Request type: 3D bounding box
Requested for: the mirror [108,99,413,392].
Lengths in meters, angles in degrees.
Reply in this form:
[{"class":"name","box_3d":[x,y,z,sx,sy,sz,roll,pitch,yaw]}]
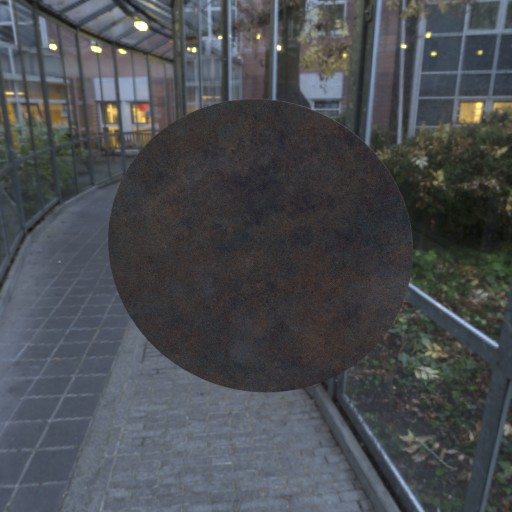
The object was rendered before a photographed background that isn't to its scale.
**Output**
[{"class":"mirror","box_3d":[0.000,0.000,0.878,0.585,0.585,0.061,2,18,7]}]
